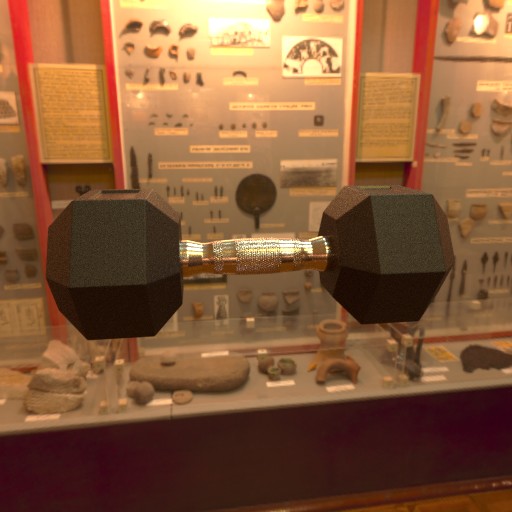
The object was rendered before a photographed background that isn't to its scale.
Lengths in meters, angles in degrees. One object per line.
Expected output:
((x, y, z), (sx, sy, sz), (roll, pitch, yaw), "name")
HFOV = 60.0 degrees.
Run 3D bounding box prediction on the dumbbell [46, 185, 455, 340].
((0.000, 0.000, 0.423), (0.356, 0.123, 0.141), (-2, 16, -7), "dumbbell")
